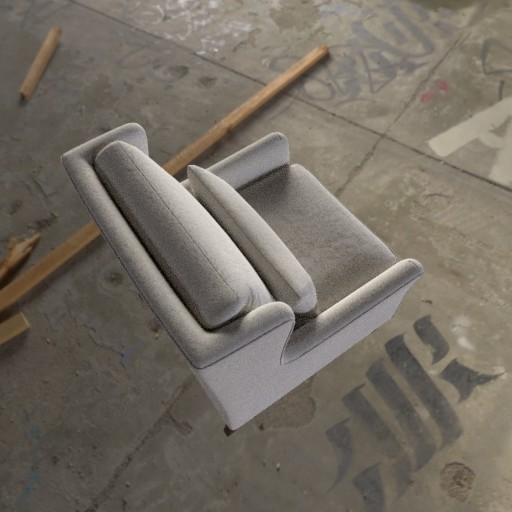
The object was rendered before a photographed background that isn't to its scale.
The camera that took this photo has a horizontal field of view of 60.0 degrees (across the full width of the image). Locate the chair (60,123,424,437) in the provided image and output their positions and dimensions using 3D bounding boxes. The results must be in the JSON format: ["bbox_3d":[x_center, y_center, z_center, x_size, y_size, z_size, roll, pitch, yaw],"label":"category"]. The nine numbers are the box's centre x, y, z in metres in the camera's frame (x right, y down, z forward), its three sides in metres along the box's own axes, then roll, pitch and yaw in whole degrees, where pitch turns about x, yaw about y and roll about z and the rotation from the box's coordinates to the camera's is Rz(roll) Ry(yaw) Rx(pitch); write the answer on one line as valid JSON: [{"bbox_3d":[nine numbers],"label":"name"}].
[{"bbox_3d":[0.000,0.000,1.883,1.040,1.056,0.982,-30,62,-18],"label":"chair"}]
